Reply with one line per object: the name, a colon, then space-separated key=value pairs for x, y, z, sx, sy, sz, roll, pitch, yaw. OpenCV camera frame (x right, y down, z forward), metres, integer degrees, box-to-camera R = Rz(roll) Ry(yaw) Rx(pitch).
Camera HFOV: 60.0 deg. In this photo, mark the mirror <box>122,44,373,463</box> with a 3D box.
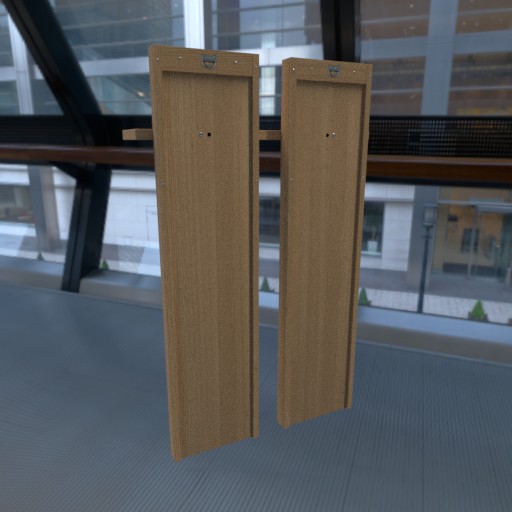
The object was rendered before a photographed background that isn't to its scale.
mirror: x=0.000 y=0.000 z=1.543 sx=0.800 sy=1.250 sz=0.260 roll=-7 pitch=16 yaw=-25
